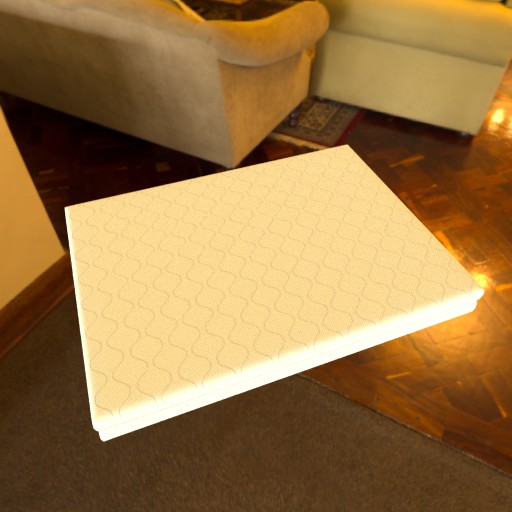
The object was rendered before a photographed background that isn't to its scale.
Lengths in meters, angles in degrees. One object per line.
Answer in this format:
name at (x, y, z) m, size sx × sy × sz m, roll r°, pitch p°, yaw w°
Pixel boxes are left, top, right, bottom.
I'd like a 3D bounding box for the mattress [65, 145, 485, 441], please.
mattress at (0.000, 0.000, 2.466) m, size 1.900 × 0.200 × 1.400 m, roll -15°, pitch 48°, yaw -14°
